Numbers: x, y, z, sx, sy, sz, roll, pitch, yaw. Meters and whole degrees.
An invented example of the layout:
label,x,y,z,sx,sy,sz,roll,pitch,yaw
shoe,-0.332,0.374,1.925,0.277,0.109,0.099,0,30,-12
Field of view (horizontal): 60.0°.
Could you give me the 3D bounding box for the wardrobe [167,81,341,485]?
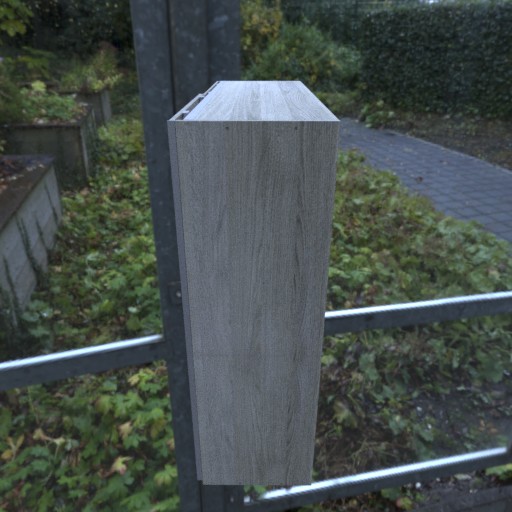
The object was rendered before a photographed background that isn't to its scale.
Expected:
label,x,y,z,sx,sy,sz,roll,pitch,yaw
wardrobe,0.000,0.000,2.829,0.629,1.960,1.780,0,26,0
